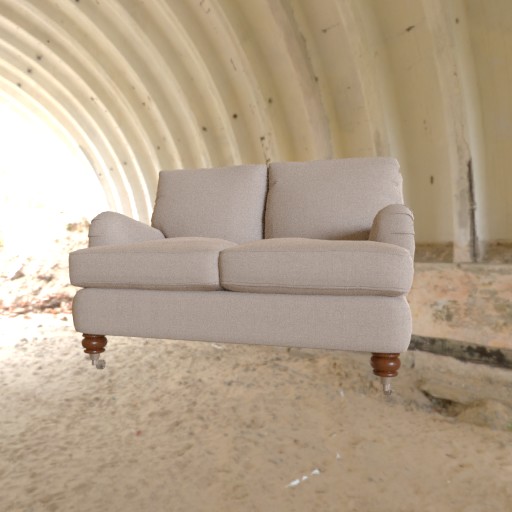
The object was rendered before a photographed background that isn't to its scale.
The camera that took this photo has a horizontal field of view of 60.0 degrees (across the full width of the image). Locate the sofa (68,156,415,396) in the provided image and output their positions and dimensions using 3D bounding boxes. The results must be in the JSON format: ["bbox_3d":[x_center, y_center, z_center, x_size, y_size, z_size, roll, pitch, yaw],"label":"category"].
[{"bbox_3d":[0.000,0.000,2.257,1.508,1.048,1.087,0,1,17],"label":"sofa"}]
